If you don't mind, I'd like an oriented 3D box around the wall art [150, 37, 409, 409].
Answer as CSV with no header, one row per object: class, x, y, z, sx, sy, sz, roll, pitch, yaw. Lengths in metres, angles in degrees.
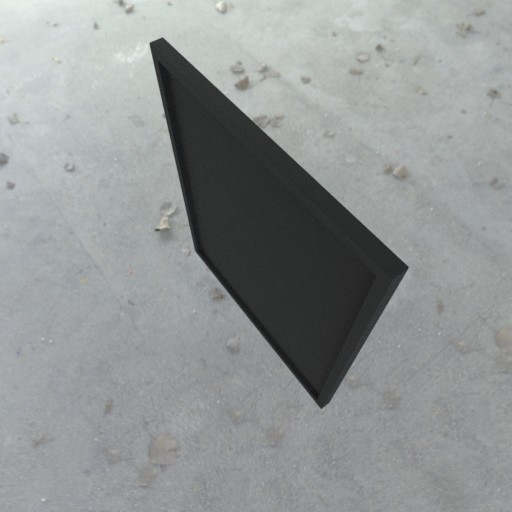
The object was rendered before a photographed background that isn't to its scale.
wall art,0.000,0.000,0.700,0.021,0.508,0.432,-33,64,-18
